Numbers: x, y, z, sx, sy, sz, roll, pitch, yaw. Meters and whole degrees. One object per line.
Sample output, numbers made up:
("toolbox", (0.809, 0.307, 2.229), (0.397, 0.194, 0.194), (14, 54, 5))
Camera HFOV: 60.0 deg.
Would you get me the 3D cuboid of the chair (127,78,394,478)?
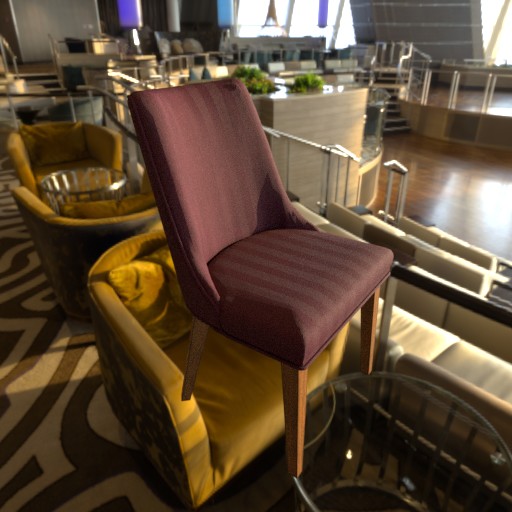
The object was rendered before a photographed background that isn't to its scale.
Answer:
("chair", (0.000, 0.000, 1.292), (0.638, 0.916, 0.548), (18, 32, 31))
